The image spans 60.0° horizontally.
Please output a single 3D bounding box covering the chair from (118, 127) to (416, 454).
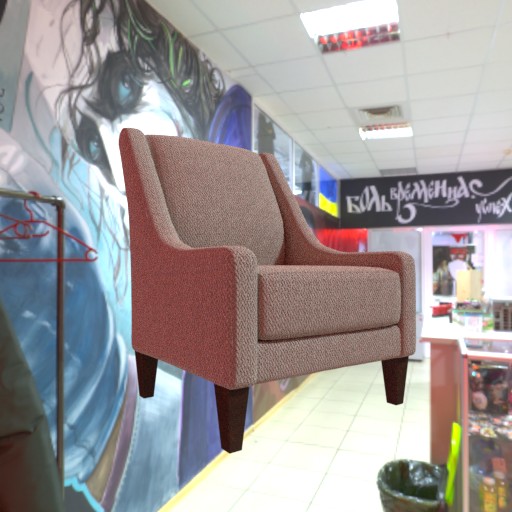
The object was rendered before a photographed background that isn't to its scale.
[{"bbox_3d":[0.000,0.000,1.628,0.774,1.014,0.870,1,-2,-36],"label":"chair"}]
